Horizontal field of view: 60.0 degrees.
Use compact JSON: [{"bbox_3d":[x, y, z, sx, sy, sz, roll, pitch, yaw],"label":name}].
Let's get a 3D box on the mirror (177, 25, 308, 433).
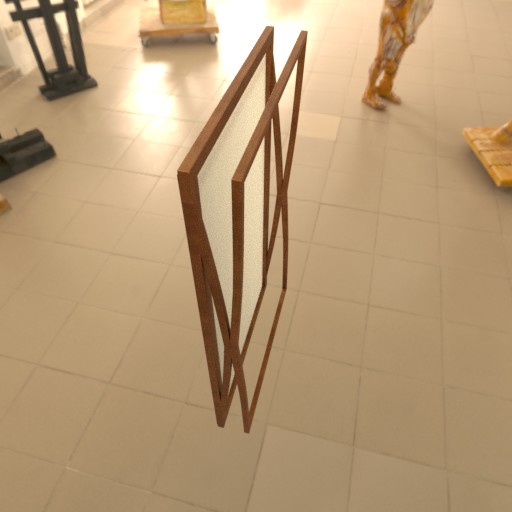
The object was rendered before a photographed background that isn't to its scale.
[{"bbox_3d":[0.000,0.000,0.956,0.082,0.768,0.468,10,48,10],"label":"mirror"}]
